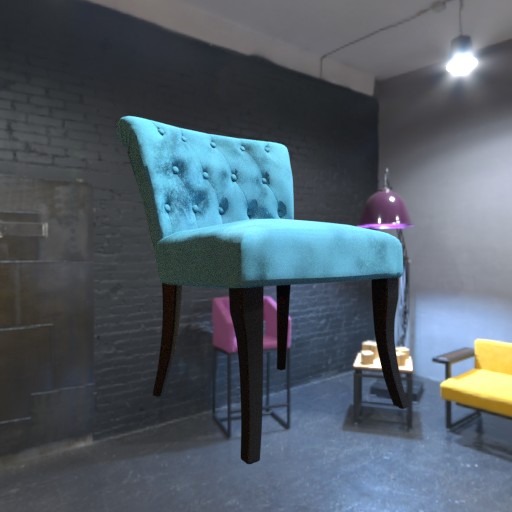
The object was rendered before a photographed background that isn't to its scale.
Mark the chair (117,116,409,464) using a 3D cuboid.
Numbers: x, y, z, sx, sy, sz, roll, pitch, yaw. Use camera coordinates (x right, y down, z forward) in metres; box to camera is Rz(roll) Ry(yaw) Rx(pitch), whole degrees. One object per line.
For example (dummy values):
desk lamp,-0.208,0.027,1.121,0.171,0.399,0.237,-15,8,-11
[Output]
chair,0.000,0.000,1.180,0.582,0.750,0.605,-1,1,-37
